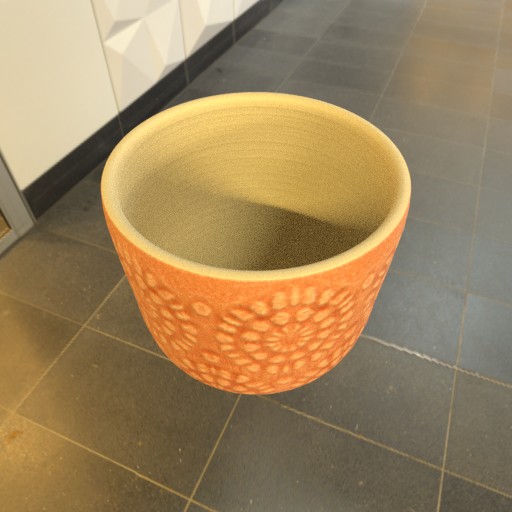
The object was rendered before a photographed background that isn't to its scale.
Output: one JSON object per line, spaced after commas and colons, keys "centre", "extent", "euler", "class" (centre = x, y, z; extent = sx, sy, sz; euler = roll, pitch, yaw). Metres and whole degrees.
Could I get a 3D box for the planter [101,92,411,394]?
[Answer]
{"centre": [0.000, 0.000, 0.218], "extent": [0.124, 0.109, 0.124], "euler": [0, 47, 0], "class": "planter"}
